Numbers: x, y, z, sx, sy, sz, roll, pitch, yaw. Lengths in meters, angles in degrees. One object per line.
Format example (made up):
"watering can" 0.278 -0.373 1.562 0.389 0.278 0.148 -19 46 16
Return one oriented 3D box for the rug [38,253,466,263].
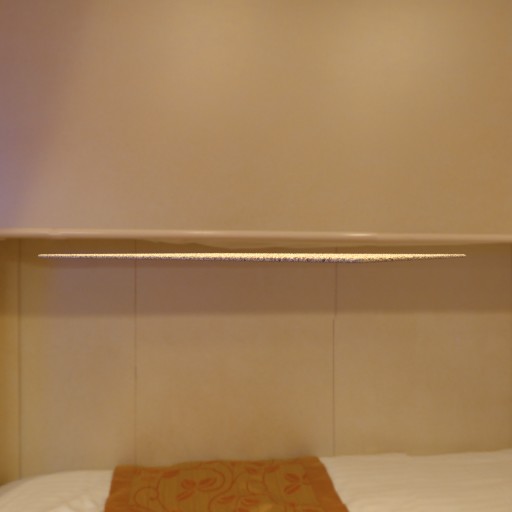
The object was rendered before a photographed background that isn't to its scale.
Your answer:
"rug" 0.000 0.000 4.019 3.047 0.029 2.438 0 1 36
